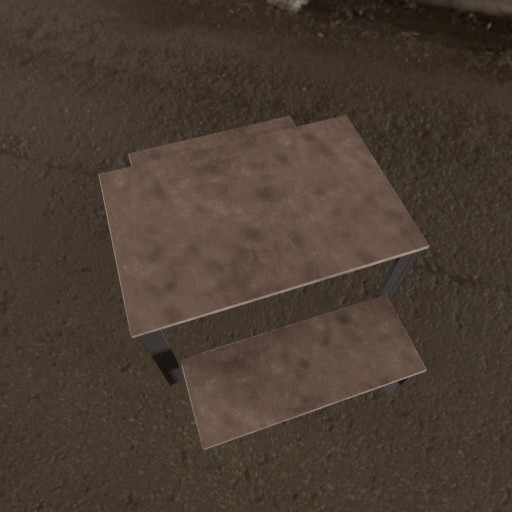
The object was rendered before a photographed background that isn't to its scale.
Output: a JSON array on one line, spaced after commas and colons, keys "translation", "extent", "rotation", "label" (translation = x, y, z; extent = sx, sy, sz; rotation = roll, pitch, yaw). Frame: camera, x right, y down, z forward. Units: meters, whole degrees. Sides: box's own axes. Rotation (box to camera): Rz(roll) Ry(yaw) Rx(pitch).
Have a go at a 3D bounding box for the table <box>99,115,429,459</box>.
[{"translation": [0.000, 0.000, 2.009], "extent": [1.100, 0.700, 1.443], "rotation": [-16, 60, -9], "label": "table"}]
